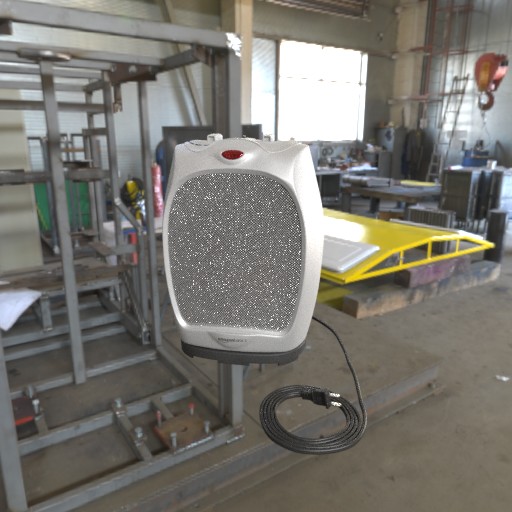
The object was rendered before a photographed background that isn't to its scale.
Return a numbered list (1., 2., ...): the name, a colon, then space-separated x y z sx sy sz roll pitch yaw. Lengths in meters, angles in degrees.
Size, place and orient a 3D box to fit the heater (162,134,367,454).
1. heater: 0.000 0.000 0.478 0.239 0.255 0.291 3 15 10
